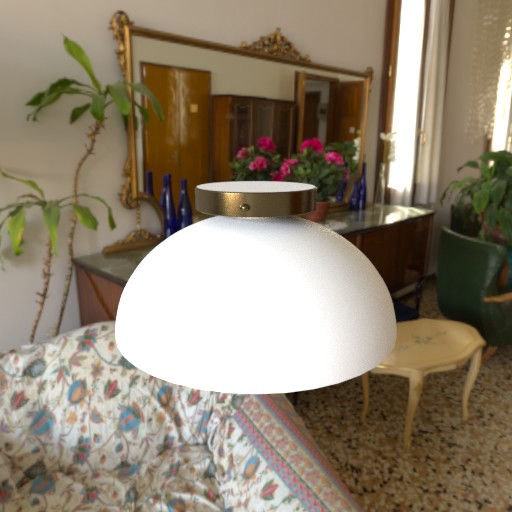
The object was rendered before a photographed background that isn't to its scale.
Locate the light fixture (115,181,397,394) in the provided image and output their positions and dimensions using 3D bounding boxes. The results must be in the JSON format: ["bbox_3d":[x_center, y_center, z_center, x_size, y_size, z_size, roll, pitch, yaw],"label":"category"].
[{"bbox_3d":[0.000,0.000,0.564,0.355,0.177,0.355,0,14,0],"label":"light fixture"}]
